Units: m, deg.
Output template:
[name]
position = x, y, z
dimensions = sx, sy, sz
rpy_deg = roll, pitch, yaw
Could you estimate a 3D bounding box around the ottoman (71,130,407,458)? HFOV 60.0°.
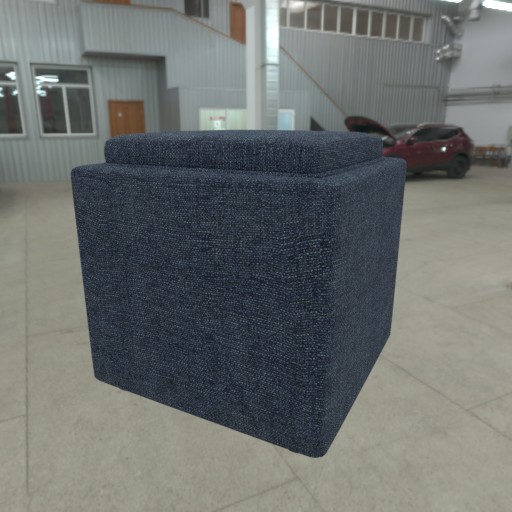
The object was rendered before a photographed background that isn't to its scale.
[ottoman]
position = 0.000, 0.000, 0.841
dimensions = 0.450, 0.460, 0.450
rpy_deg = 9, 19, 27
